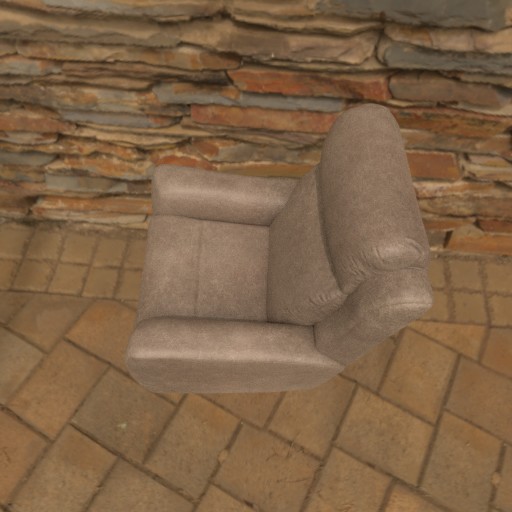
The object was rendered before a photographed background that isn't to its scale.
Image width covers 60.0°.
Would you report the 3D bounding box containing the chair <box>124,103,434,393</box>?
[{"bbox_3d":[0.000,0.000,1.892,1.068,1.116,0.967,0,59,0],"label":"chair"}]
